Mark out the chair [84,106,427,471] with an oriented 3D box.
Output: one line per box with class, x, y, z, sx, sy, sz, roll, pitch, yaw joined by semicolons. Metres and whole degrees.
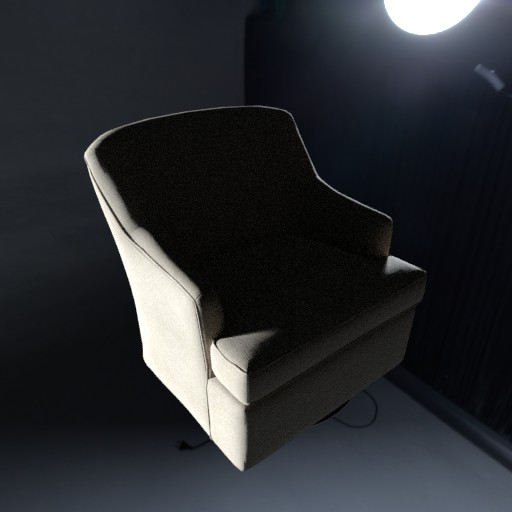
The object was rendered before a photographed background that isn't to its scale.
chair;0.000;0.000;1.570;0.864;0.856;0.923;-21;36;-32
